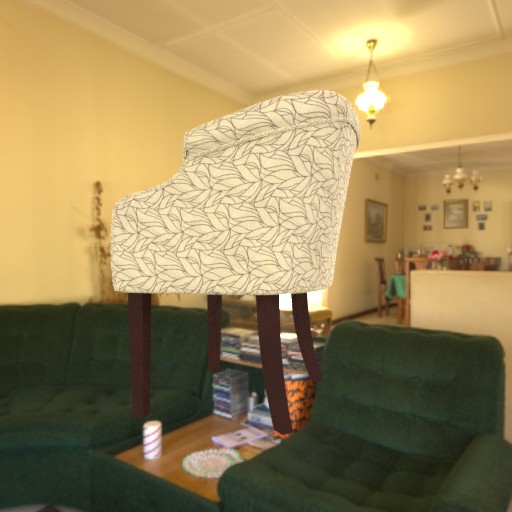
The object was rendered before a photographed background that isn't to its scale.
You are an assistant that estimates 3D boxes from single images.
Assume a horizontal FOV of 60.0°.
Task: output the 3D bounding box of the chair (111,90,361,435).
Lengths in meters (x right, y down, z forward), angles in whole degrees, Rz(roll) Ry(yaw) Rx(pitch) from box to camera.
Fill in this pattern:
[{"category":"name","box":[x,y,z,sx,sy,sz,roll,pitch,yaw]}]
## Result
[{"category":"chair","box":[0.000,0.000,1.348,0.613,0.858,0.686,0,1,18]}]
